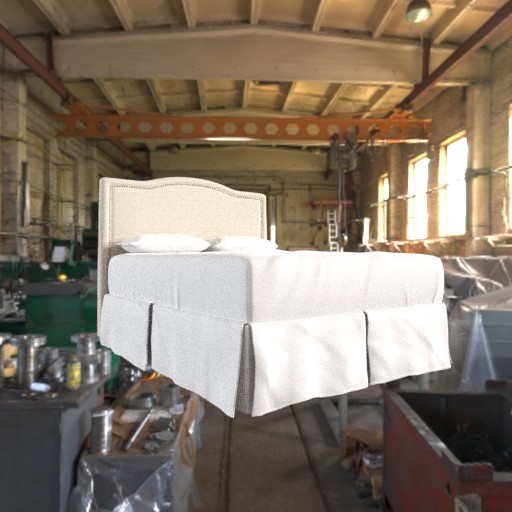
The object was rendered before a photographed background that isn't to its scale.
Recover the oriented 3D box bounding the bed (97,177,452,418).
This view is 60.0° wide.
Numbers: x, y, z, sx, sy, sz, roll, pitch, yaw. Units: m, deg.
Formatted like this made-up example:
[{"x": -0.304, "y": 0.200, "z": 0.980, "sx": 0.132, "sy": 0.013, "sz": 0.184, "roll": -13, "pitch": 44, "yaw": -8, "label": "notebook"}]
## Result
[{"x": 0.000, "y": 0.000, "z": 3.267, "sx": 1.741, "sy": 1.449, "sz": 2.196, "roll": 0, "pitch": 0, "yaw": -36, "label": "bed"}]
